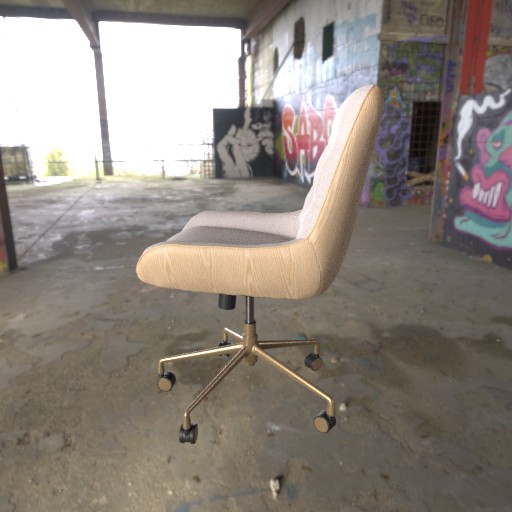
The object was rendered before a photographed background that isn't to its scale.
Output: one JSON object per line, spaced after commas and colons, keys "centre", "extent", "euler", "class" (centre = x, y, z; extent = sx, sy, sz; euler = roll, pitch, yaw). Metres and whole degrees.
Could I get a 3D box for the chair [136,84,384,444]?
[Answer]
{"centre": [0.000, 0.000, 1.345], "extent": [0.668, 0.952, 0.564], "euler": [2, 15, 7], "class": "chair"}
